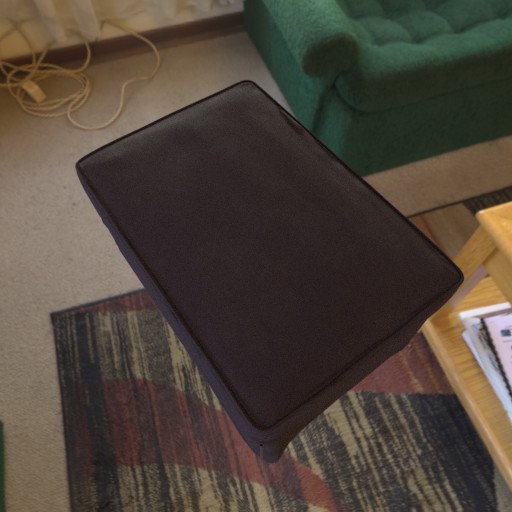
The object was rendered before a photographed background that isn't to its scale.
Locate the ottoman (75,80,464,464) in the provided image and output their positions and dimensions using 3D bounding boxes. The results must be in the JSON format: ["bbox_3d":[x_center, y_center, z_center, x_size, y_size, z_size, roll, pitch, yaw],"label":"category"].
[{"bbox_3d":[0.000,0.000,1.316,0.637,0.503,0.938,-32,64,-17],"label":"ottoman"}]
